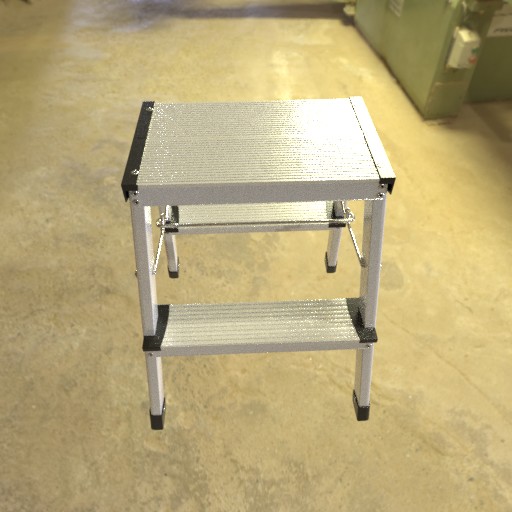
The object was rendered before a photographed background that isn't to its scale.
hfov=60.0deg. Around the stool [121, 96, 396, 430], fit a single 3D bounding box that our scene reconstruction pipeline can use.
[{"bbox_3d":[0.000,0.000,0.776,0.404,0.480,0.405,-2,47,-2],"label":"stool"}]
